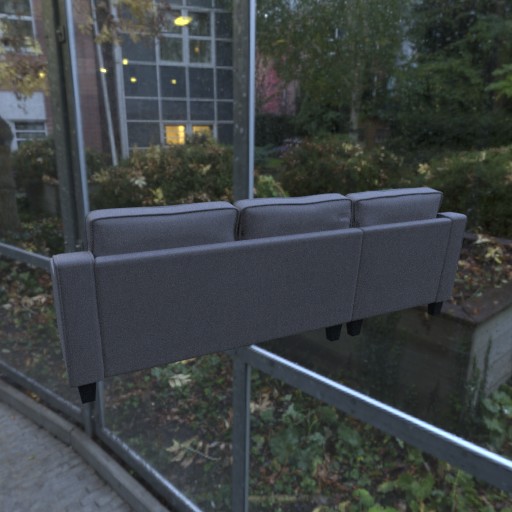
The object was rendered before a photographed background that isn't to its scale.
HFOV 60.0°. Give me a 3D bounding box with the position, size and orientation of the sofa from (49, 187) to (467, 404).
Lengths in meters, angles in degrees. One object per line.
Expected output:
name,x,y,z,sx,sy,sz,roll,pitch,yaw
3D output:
sofa,0.000,0.000,3.044,2.561,0.928,1.294,-8,17,-26
